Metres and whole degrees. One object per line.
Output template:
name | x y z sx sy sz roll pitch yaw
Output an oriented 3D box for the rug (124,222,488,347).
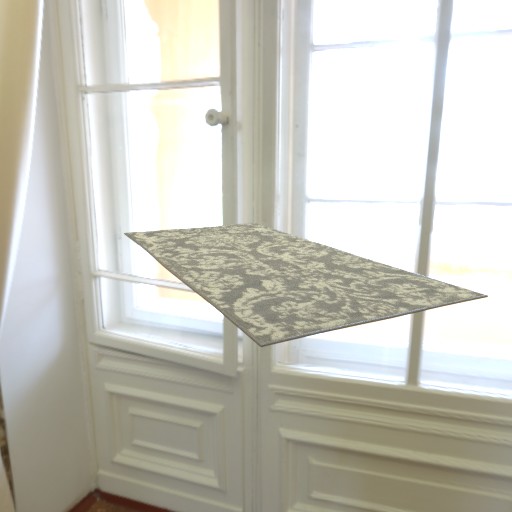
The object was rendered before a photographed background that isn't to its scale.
rug | 0.000 0.000 1.435 0.604 0.007 1.219 -7 15 -26
